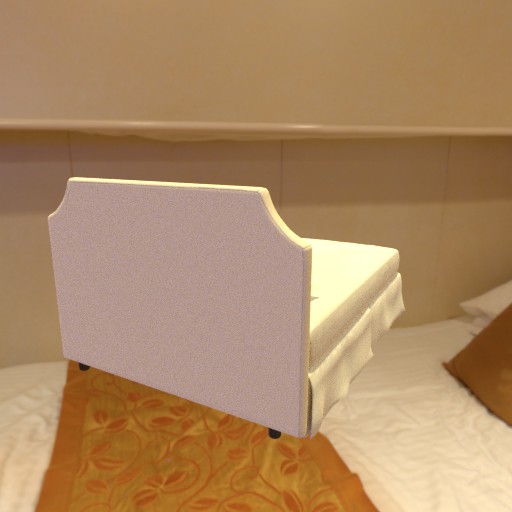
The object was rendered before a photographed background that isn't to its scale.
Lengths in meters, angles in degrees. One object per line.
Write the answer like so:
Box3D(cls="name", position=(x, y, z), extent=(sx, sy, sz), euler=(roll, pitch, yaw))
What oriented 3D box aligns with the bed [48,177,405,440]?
Box3D(cls="bed", position=(0.000, 0.000, 4.222), extent=(2.350, 1.590, 2.773), euler=(8, 16, 28))
